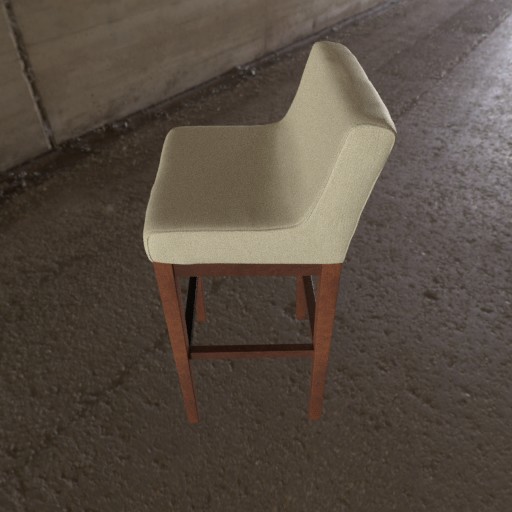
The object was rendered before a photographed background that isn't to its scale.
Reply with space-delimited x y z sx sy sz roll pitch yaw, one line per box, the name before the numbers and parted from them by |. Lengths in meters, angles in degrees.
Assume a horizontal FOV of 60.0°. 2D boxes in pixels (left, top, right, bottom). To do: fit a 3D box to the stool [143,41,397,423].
stool | 0.000 0.000 1.281 0.500 1.037 0.511 -1 41 -1
